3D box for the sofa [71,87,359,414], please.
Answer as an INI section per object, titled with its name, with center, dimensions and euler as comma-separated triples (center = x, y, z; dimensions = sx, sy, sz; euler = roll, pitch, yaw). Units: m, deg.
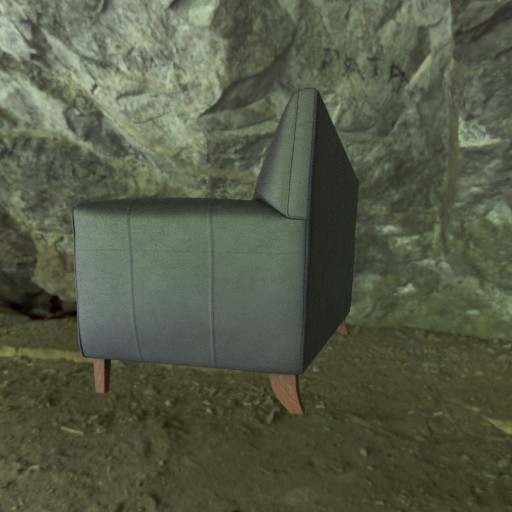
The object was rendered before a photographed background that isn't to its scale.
[sofa]
center = 0.000, 0.000, 1.948
dimensions = 0.787, 0.871, 1.473
euler = 0, 0, 17
